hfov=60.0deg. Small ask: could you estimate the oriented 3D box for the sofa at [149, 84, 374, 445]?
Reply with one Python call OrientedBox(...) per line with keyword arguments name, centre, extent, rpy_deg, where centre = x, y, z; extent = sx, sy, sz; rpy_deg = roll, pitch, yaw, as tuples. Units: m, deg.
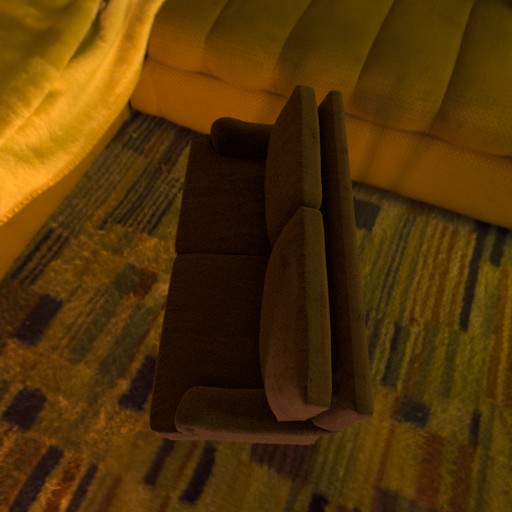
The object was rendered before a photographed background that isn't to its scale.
OrientedBox(name="sofa", centre=(0.000, 0.000, 2.806), extent=(1.086, 1.087, 2.165), rpy_deg=(2, 59, 1))
